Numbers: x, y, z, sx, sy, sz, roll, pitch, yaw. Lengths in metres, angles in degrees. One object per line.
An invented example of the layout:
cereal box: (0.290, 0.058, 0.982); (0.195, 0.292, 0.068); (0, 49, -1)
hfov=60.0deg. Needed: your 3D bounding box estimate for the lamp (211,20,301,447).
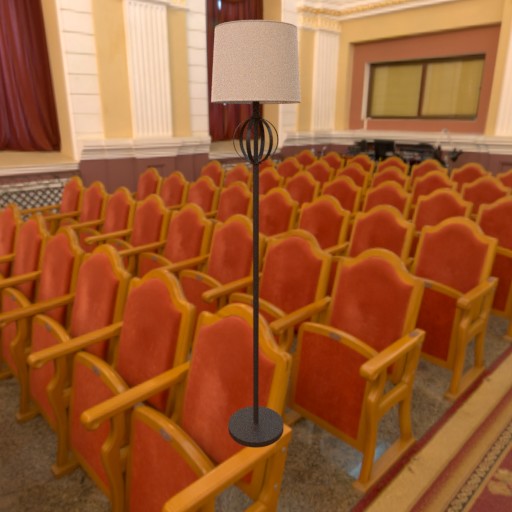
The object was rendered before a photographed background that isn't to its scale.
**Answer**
lamp: (0.000, 0.000, 1.578); (0.286, 1.462, 0.286); (-16, 23, -41)
